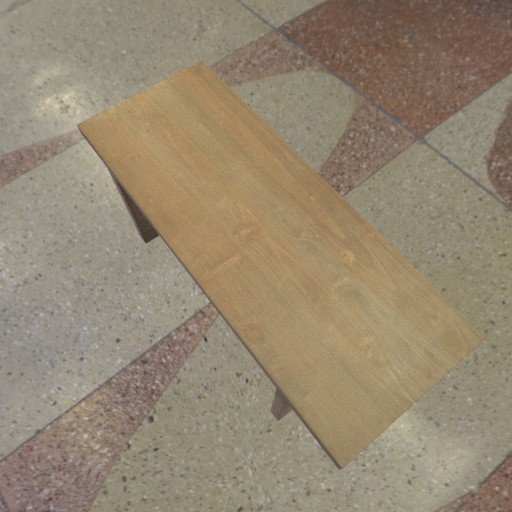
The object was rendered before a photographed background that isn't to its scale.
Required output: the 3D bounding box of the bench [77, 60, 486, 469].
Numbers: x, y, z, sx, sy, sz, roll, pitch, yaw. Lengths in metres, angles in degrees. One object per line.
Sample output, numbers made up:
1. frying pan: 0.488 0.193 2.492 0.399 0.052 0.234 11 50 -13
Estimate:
1. bench: 0.000 0.000 1.395 0.458 0.458 1.183 -34 68 -16
